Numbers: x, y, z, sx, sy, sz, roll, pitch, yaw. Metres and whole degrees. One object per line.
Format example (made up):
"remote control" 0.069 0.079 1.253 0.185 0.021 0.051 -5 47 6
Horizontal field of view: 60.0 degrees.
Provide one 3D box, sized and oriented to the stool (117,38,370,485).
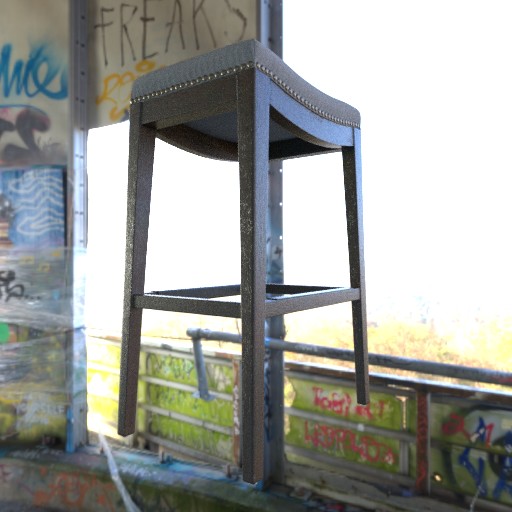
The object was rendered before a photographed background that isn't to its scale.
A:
"stool" 0.000 0.000 1.035 0.356 0.762 0.508 0 0 36
